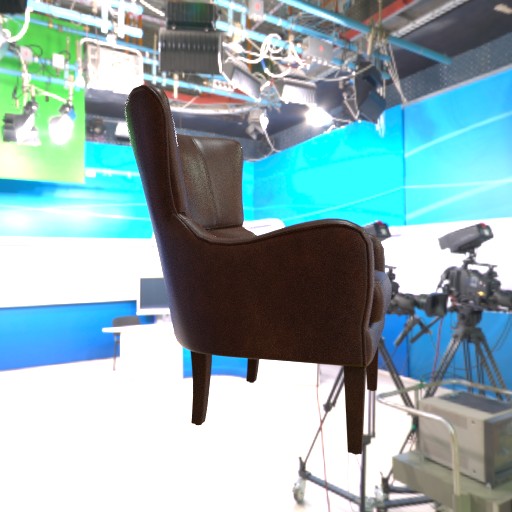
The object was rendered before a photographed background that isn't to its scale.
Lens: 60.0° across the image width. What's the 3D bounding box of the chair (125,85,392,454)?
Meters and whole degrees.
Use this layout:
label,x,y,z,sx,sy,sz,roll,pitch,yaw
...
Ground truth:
label,x,y,z,sx,sy,sz,roll,pitch,yaw
chair,0.000,0.000,1.579,0.914,1.048,0.692,0,0,19
